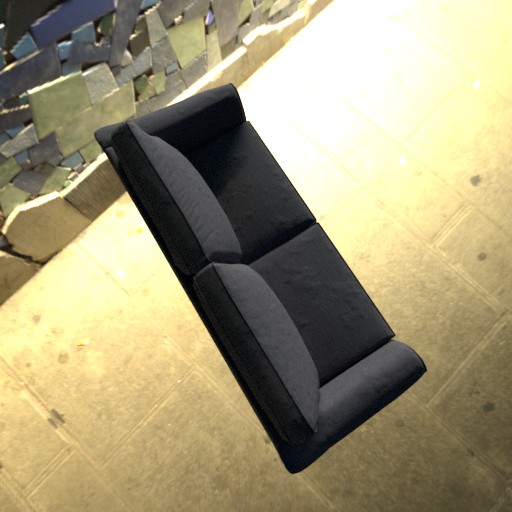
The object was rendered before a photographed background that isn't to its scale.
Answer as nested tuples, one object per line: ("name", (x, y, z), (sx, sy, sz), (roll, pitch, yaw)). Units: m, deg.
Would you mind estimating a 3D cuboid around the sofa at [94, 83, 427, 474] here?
("sofa", (0.000, 0.000, 2.771), (0.971, 0.950, 2.270), (-31, 77, -8))
